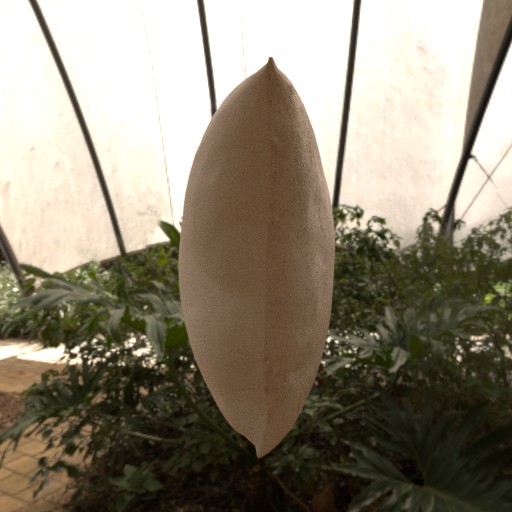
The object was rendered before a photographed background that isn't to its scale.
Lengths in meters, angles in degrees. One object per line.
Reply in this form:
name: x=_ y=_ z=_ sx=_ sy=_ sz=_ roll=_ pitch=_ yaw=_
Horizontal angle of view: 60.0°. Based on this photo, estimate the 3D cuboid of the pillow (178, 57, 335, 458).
pillow: x=0.000 y=0.000 z=0.711 sx=0.245 sy=0.448 sz=0.450 roll=0 pitch=0 yaw=1
